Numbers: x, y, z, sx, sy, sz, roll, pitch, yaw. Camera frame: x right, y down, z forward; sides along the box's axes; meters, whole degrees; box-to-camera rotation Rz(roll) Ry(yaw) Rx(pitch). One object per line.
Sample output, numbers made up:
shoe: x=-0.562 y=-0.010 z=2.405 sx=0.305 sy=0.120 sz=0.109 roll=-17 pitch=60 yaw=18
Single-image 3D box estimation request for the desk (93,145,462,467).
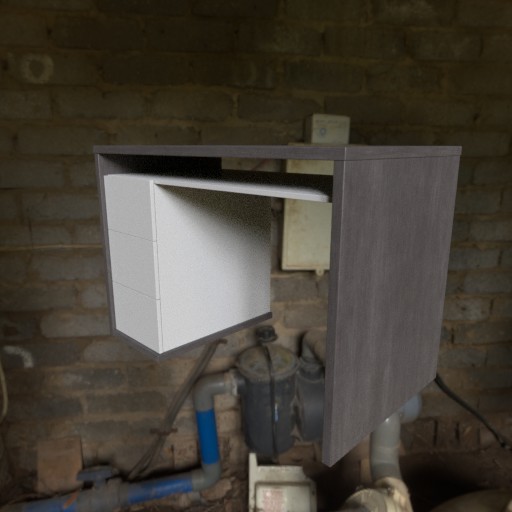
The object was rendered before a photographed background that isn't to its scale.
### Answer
desk: x=0.000 y=0.000 z=1.554 sx=1.100 sy=0.750 sz=0.600 roll=14 pitch=20 yaw=43
